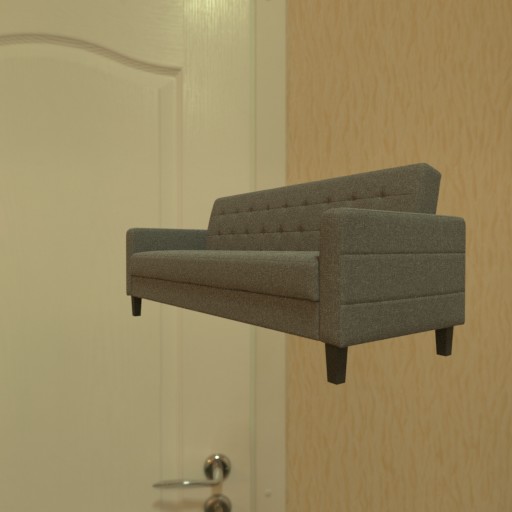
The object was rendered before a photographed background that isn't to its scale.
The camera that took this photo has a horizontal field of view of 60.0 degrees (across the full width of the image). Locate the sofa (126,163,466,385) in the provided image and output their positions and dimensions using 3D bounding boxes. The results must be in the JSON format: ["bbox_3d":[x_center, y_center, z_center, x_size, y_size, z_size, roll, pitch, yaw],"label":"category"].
[{"bbox_3d":[0.000,0.000,2.503,0.810,0.850,2.040,-1,1,-36],"label":"sofa"}]
